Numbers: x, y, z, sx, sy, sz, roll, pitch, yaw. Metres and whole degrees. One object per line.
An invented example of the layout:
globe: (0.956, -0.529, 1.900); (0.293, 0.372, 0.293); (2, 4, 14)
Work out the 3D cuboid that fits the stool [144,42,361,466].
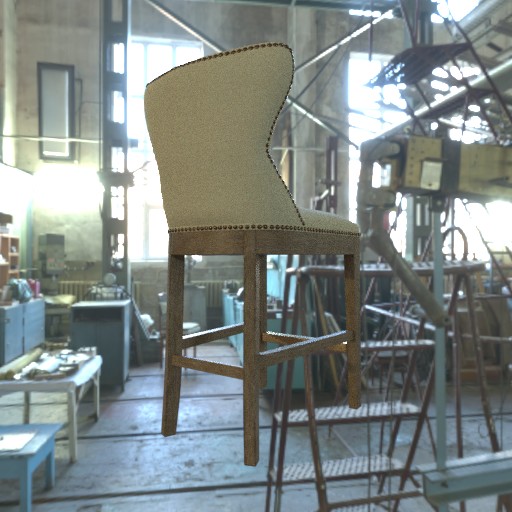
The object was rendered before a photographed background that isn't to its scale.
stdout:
stool: (0.000, 0.000, 1.312); (0.498, 0.981, 0.608); (0, 0, 36)
